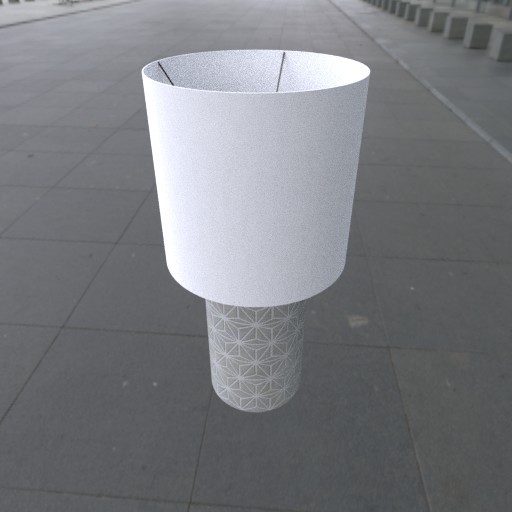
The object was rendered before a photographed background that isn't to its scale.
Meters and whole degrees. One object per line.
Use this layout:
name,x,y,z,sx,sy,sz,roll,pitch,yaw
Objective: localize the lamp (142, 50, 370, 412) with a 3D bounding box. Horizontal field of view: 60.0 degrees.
lamp,0.000,0.000,0.522,0.206,0.416,0.206,11,34,16
